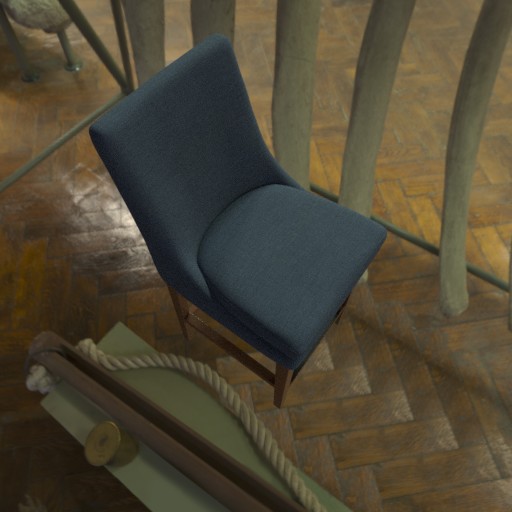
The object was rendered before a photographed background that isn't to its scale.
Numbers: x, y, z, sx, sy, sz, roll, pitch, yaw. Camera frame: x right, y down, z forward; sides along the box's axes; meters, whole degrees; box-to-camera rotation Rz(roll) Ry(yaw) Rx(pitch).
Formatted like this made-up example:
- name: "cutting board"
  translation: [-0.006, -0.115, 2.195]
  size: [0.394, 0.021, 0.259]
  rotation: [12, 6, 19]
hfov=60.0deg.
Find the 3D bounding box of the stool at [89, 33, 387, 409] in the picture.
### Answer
- name: "stool"
  translation: [0.000, 0.000, 1.284]
  size: [0.577, 0.981, 0.470]
  rotation: [32, 63, 18]
